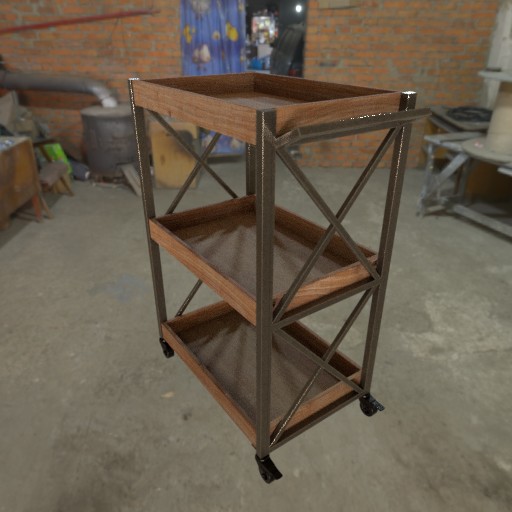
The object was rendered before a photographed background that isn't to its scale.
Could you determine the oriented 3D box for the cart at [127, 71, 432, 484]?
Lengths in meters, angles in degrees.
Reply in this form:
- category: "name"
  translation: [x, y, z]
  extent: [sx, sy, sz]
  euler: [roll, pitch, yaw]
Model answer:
- category: "cart"
  translation: [0.000, 0.000, 1.153]
  extent: [0.377, 0.835, 0.673]
  euler: [-18, 32, -31]
